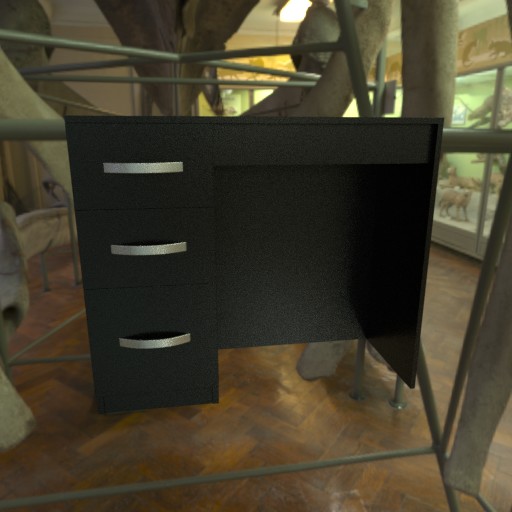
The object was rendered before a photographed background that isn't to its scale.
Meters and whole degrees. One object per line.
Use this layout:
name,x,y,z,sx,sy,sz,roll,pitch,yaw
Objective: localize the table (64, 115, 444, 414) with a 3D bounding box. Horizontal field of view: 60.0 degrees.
table,0.000,0.000,1.332,0.930,0.790,0.380,-2,16,-9
